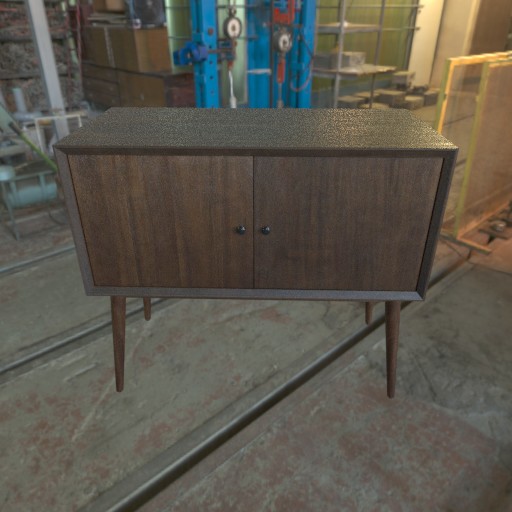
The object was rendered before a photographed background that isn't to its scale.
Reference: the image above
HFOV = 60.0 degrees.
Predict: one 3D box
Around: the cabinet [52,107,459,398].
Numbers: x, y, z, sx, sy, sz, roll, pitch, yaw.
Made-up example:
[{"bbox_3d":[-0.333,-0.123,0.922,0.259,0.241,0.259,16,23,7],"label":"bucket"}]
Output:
[{"bbox_3d":[0.000,0.000,1.121,0.743,0.654,0.354,1,29,1],"label":"cabinet"}]
